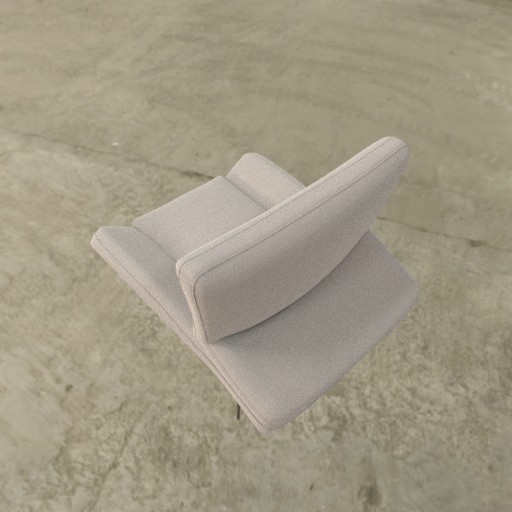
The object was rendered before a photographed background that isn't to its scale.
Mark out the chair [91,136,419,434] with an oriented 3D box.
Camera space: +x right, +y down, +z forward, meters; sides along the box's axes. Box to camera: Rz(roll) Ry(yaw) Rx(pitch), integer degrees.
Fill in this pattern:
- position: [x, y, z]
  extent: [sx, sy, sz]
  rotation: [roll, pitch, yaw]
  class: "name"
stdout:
- position: [0.000, 0.000, 1.630]
  extent: [0.859, 0.855, 1.008]
  rotation: [-33, 55, -27]
  class: "chair"
